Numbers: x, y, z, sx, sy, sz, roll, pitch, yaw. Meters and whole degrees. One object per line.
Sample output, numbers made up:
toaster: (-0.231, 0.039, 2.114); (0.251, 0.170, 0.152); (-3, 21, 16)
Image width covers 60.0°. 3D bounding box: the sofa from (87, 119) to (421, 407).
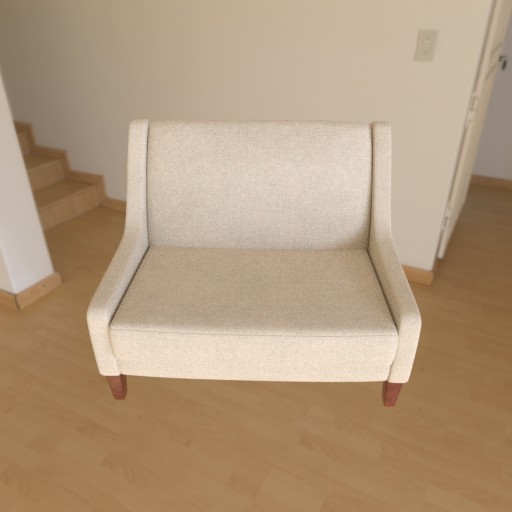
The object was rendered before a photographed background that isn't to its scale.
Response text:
sofa: (0.000, 0.000, 1.924); (1.212, 0.976, 0.946); (1, 30, 2)
